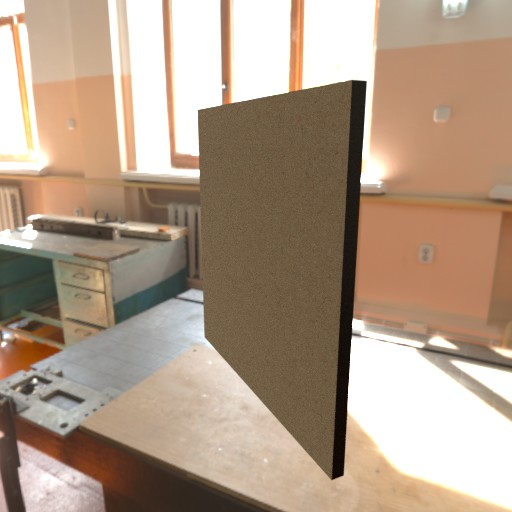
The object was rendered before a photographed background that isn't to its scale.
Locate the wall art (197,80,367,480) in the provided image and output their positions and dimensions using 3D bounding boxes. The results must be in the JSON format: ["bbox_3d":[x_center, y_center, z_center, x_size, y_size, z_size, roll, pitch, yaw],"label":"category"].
[{"bbox_3d":[0.000,0.000,1.161,0.031,0.775,0.773,-7,16,-25],"label":"wall art"}]
